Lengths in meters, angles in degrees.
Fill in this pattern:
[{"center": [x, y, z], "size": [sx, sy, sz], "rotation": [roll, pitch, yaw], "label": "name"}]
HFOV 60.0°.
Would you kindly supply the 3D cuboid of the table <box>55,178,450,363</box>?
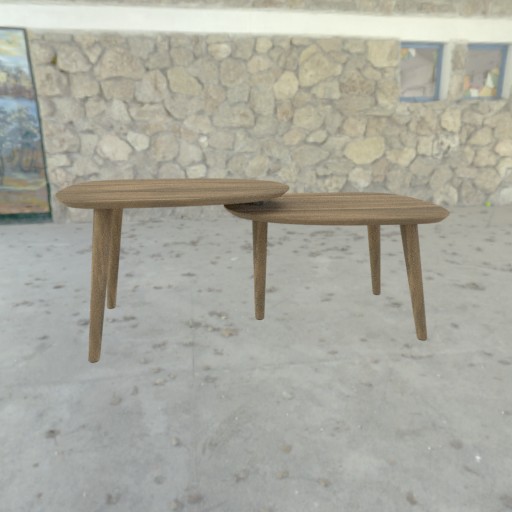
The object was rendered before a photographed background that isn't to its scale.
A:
[{"center": [0.000, 0.000, 1.360], "size": [1.084, 0.429, 0.527], "rotation": [-2, 15, -7], "label": "table"}]
